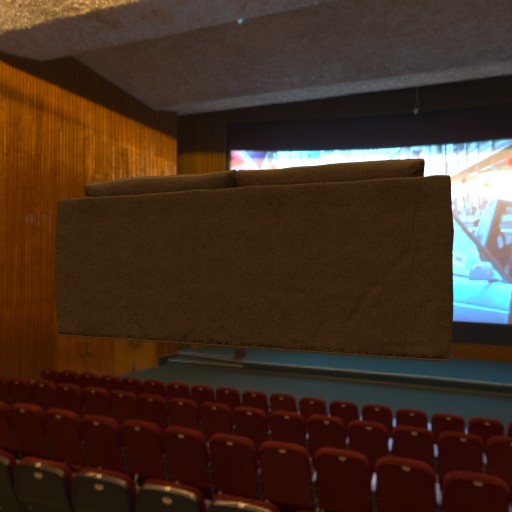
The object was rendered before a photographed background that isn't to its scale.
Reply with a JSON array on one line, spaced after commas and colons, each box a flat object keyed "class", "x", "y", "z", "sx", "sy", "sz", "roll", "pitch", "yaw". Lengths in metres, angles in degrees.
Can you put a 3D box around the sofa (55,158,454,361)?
[{"class": "sofa", "x": 0.000, "y": 0.000, "z": 2.472, "sx": 1.982, "sy": 0.855, "sz": 0.953, "roll": 0, "pitch": -1, "yaw": 20}]
